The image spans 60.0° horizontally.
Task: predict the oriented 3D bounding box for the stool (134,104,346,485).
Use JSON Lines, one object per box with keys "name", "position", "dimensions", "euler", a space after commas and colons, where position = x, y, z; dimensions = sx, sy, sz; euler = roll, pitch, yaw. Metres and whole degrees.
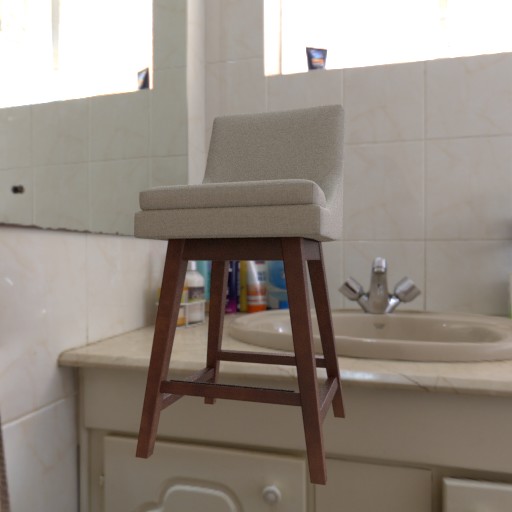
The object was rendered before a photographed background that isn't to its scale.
{"name": "stool", "position": [0.000, 0.000, 1.270], "dimensions": [0.469, 0.991, 0.559], "euler": [0, 0, 17]}
